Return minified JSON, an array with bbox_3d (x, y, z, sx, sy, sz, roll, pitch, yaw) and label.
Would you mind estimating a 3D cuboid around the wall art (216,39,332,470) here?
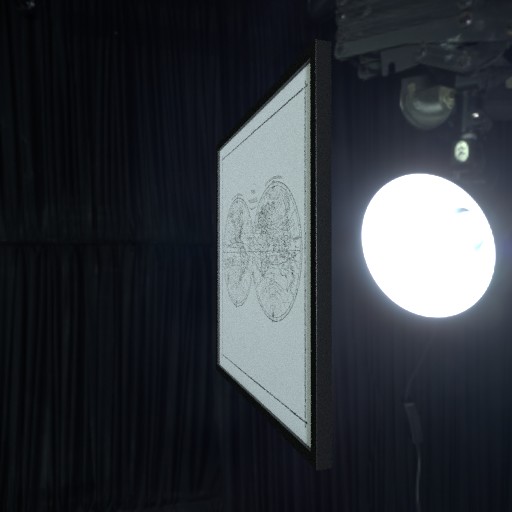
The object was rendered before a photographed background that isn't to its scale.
[{"bbox_3d":[0.000,0.000,1.167,0.031,0.775,0.773,0,-1,-18],"label":"wall art"}]
